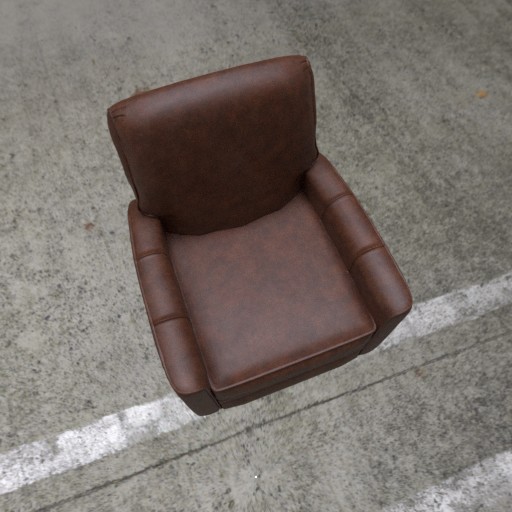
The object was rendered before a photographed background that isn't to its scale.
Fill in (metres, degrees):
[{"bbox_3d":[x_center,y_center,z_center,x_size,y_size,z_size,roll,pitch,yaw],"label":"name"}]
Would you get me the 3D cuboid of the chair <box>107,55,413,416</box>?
[{"bbox_3d":[0.000,0.000,1.617,0.839,1.010,0.850,-19,65,-9],"label":"chair"}]
